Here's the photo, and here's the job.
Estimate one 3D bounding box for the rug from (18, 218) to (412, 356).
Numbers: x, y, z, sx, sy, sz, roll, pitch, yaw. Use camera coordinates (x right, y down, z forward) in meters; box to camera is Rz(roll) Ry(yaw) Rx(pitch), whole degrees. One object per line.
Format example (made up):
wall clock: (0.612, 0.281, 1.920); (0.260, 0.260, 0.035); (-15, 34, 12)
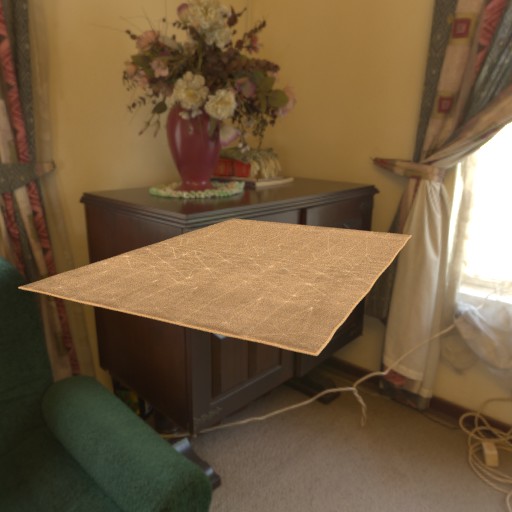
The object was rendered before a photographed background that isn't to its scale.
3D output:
rug: (0.000, 0.000, 4.344); (2.449, 0.019, 3.357); (8, 17, 26)
